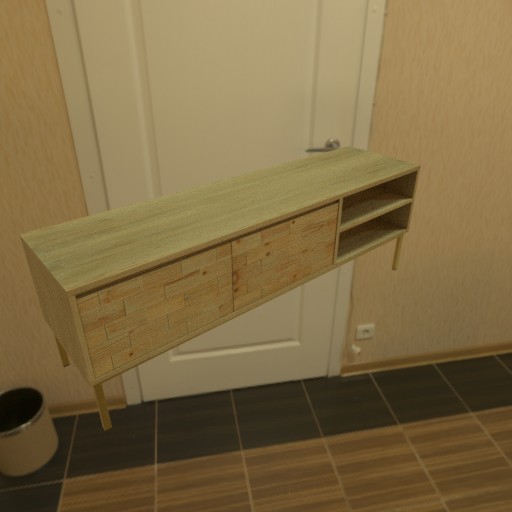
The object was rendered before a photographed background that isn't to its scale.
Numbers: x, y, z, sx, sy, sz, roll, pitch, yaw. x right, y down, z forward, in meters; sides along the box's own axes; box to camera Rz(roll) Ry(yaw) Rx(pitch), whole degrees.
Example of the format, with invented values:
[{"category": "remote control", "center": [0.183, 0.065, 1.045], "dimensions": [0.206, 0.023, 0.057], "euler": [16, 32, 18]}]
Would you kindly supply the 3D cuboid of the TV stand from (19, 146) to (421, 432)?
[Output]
[{"category": "TV stand", "center": [0.000, 0.000, 1.844], "dimensions": [1.600, 0.550, 0.420], "euler": [-22, 36, -34]}]
